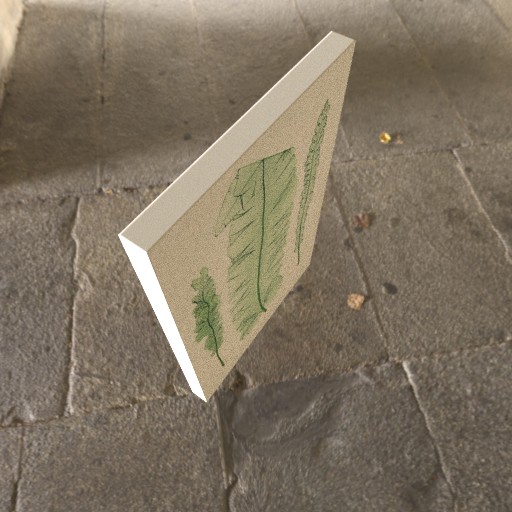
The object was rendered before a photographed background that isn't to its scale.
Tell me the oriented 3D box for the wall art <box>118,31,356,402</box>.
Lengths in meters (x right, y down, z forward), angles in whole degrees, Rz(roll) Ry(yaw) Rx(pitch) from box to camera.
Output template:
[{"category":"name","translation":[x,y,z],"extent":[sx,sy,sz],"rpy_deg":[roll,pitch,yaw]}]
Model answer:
[{"category":"wall art","translation":[0.000,0.000,0.782],"extent":[0.038,0.608,0.418],"rpy_deg":[31,64,17]}]
